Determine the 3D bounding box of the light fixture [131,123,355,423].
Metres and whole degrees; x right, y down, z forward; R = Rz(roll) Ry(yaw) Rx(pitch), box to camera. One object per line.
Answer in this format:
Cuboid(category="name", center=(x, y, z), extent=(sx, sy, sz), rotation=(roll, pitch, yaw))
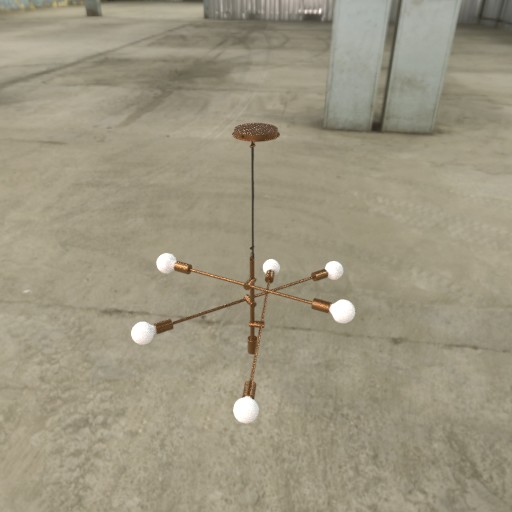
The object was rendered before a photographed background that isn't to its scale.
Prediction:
Cuboid(category="light fixture", center=(0.000, 0.000, 1.309), extent=(0.637, 0.744, 0.682), rotation=(21, 37, 30))
